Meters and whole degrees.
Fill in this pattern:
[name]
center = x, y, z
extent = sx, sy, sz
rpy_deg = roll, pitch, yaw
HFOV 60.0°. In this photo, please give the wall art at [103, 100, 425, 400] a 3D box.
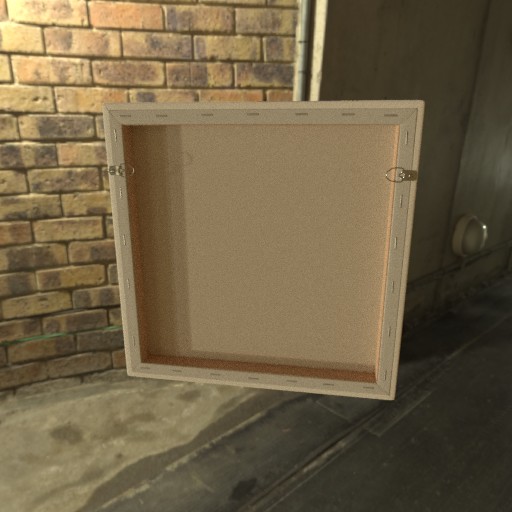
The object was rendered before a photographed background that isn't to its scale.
[wall art]
center = 0.000, 0.000, 0.772
extent = 0.507, 0.508, 0.038
rpy_deg = 3, 17, 9
